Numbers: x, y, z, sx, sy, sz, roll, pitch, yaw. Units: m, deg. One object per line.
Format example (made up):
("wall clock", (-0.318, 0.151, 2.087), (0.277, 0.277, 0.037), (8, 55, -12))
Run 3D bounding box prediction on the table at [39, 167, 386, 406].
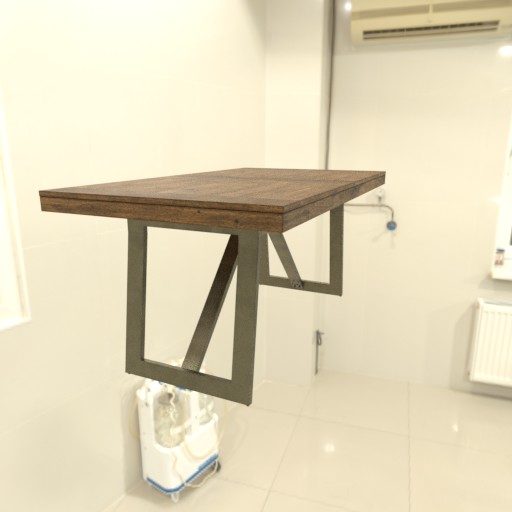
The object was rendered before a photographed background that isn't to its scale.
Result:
("table", (0.000, 0.000, 2.192), (0.931, 0.757, 1.641), (7, 16, 24))
